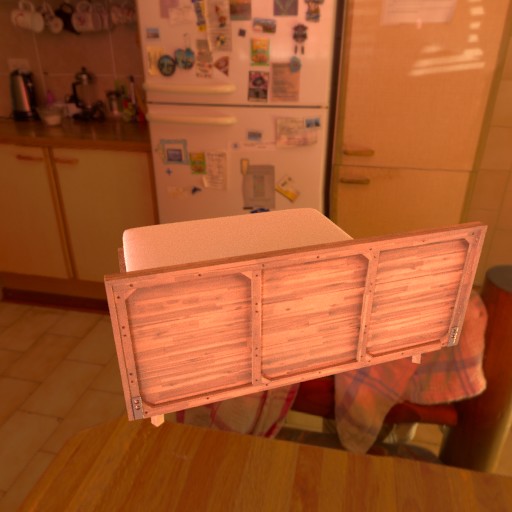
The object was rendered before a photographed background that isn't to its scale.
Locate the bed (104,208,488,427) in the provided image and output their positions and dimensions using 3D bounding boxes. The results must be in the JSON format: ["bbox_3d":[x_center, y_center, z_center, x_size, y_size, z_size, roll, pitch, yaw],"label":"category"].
[{"bbox_3d":[0.000,0.000,3.429,2.116,1.100,2.167,-8,28,-16],"label":"bed"}]
